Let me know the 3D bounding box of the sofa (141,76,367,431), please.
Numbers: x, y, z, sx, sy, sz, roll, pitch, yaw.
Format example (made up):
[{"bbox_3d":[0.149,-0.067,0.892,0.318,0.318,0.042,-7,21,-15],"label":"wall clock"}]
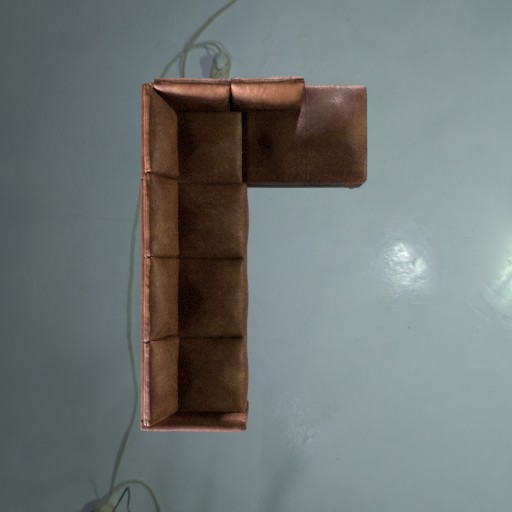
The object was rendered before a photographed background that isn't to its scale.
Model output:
[{"bbox_3d":[0.000,0.000,3.930,1.938,0.877,2.984,0,90,2],"label":"sofa"}]
